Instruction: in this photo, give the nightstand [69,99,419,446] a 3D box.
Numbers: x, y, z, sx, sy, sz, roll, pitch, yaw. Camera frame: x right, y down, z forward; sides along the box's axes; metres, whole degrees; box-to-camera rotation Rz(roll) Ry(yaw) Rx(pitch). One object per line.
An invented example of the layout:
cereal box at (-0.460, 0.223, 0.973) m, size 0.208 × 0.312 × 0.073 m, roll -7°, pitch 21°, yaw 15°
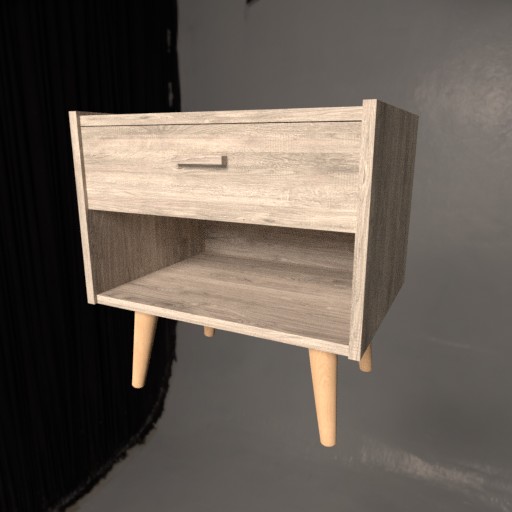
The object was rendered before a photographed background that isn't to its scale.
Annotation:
nightstand at (0.000, 0.000, 0.816) m, size 0.480 × 0.500 × 0.380 m, roll 7°, pitch 16°, yaw 26°
